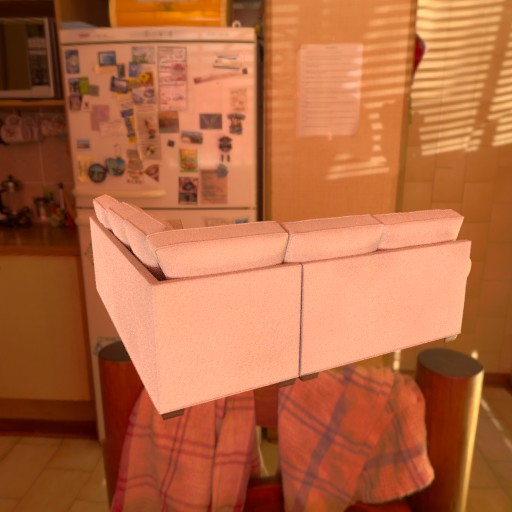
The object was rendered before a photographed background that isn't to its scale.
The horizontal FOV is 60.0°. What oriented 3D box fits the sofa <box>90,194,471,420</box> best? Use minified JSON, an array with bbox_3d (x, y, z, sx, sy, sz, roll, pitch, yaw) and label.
[{"bbox_3d":[0.000,0.000,3.958,2.487,1.053,2.562,-7,16,-26],"label":"sofa"}]
